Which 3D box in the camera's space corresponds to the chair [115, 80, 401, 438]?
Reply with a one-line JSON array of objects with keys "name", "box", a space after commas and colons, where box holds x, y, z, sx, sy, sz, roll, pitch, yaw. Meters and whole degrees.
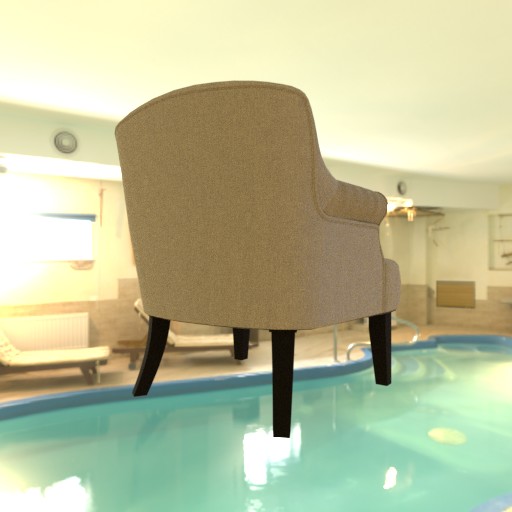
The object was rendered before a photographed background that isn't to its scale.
[{"name": "chair", "box": [0.000, 0.000, 1.457, 0.772, 0.880, 0.755, 0, 0, 37]}]
